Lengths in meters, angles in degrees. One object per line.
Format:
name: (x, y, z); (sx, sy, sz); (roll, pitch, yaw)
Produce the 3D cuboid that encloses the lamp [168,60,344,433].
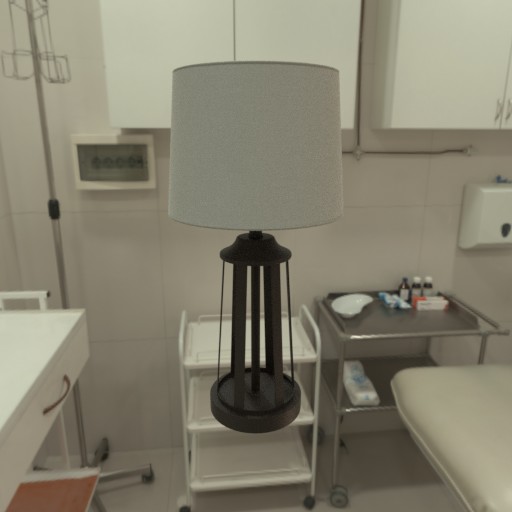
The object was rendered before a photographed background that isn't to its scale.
lamp: (0.000, 0.000, 0.663); (0.251, 0.509, 0.251); (0, 16, 0)
